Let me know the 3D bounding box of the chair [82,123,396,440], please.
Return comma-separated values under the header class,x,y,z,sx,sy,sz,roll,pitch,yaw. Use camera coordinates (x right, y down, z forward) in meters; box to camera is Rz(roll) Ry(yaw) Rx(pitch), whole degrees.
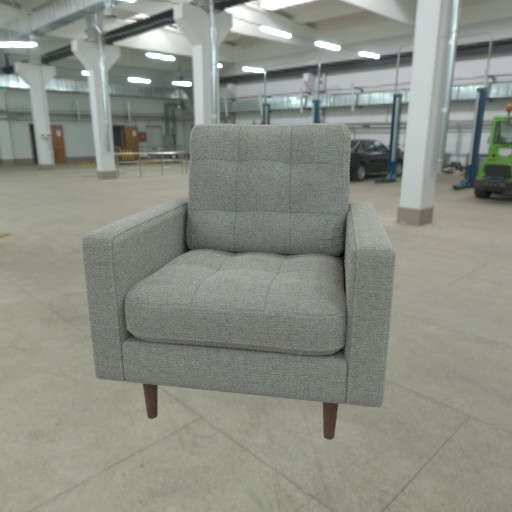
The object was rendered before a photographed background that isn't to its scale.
class,x,y,z,sx,sy,sz,roll,pitch,yaw
chair,0.000,0.000,1.514,0.821,0.880,0.843,3,15,10
